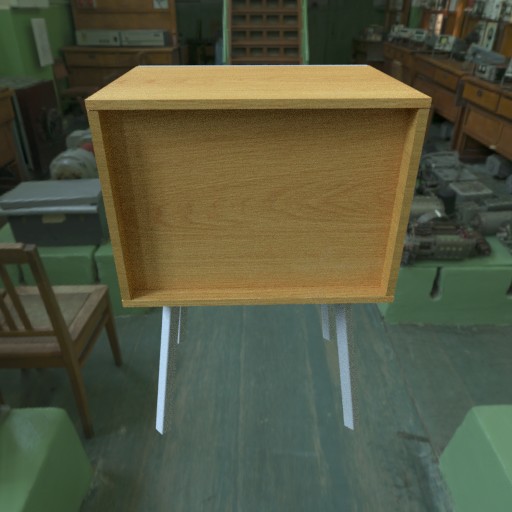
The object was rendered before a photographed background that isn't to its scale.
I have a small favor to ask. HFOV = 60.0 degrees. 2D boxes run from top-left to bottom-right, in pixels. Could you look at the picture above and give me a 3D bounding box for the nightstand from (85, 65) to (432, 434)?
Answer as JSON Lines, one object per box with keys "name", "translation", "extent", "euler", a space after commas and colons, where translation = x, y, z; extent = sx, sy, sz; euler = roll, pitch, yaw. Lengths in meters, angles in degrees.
{"name": "nightstand", "translation": [0.000, 0.000, 0.797], "extent": [0.400, 0.601, 0.316], "euler": [-1, 30, -1]}
